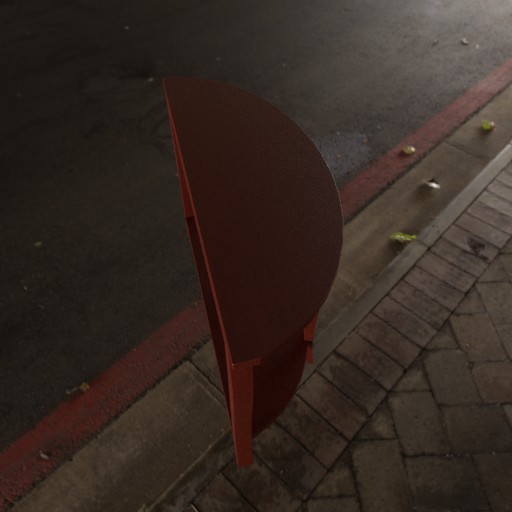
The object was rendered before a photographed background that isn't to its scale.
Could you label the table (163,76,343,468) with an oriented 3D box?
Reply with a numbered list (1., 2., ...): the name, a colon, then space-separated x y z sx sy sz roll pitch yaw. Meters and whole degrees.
1. table: 0.000 0.000 1.564 0.405 0.779 1.219 -11 48 -10
